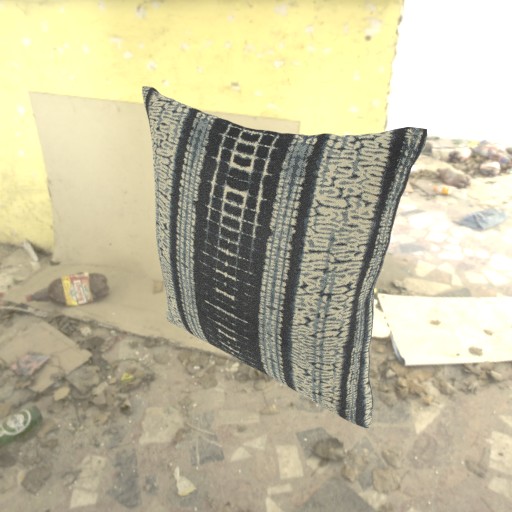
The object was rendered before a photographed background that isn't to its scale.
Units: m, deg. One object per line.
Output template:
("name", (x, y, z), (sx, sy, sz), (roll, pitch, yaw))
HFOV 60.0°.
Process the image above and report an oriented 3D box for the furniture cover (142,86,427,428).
("furniture cover", (0.000, 0.000, 0.653), (0.425, 0.435, 0.133), (21, 35, 32))
